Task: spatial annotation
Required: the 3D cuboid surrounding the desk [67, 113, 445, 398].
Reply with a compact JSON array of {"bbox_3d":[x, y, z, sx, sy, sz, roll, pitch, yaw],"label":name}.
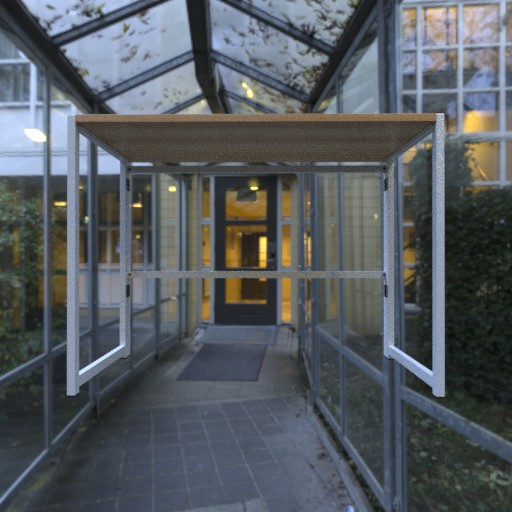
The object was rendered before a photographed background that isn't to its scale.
[{"bbox_3d":[0.000,0.000,1.441,1.016,0.762,0.508,0,0,1],"label":"desk"}]
